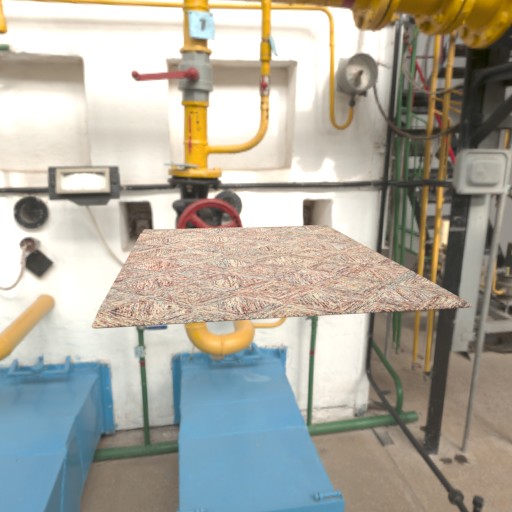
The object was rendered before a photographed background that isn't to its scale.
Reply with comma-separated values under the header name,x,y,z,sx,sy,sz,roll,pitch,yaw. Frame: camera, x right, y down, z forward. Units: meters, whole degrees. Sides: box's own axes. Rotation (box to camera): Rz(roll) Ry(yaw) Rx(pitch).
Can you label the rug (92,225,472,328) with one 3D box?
name,x,y,z,sx,sy,sz,roll,pitch,yaw
rug,0.000,0.000,4.275,2.436,0.024,3.226,-2,14,-8
